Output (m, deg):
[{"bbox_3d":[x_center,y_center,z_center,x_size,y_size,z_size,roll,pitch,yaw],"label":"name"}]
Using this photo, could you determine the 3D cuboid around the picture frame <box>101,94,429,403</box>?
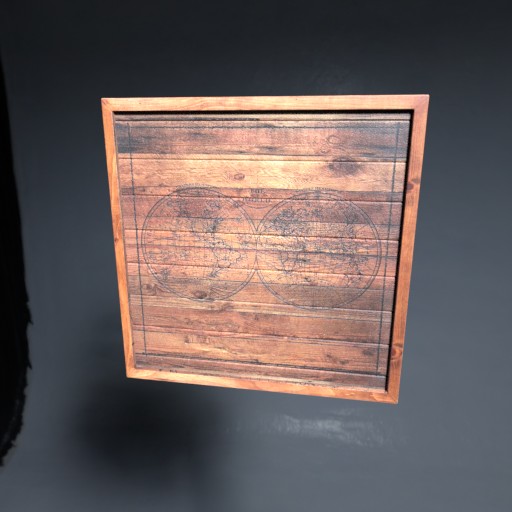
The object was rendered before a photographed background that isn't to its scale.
[{"bbox_3d":[0.000,0.000,1.207,0.810,0.817,0.029,3,17,9],"label":"picture frame"}]
